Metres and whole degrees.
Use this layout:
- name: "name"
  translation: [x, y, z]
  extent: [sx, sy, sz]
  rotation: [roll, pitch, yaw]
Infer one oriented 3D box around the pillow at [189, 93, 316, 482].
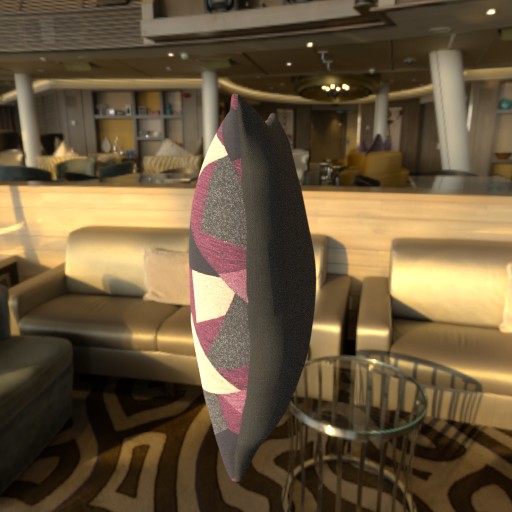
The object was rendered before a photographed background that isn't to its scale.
- name: "pillow"
  translation: [0.000, 0.000, 0.763]
  extent: [0.208, 0.496, 0.503]
  rotation: [2, 15, 7]
